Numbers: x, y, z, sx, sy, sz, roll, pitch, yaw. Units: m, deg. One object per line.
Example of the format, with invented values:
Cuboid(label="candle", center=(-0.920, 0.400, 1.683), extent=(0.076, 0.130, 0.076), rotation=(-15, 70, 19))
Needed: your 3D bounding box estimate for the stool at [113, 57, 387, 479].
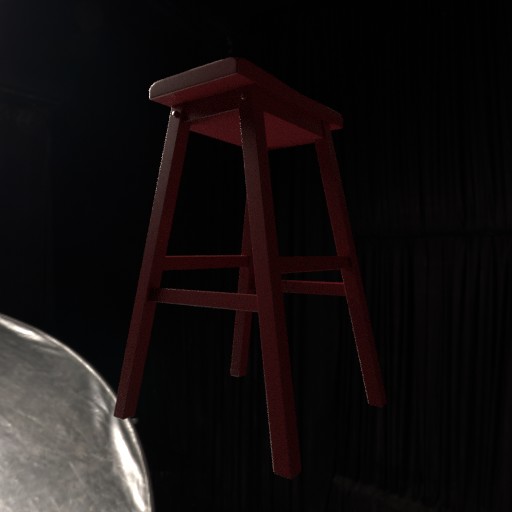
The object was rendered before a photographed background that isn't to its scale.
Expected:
Cuboid(label="stool", center=(0.000, 0.000, 1.056), extent=(0.476, 0.737, 0.457), rotation=(0, 1, 36))
